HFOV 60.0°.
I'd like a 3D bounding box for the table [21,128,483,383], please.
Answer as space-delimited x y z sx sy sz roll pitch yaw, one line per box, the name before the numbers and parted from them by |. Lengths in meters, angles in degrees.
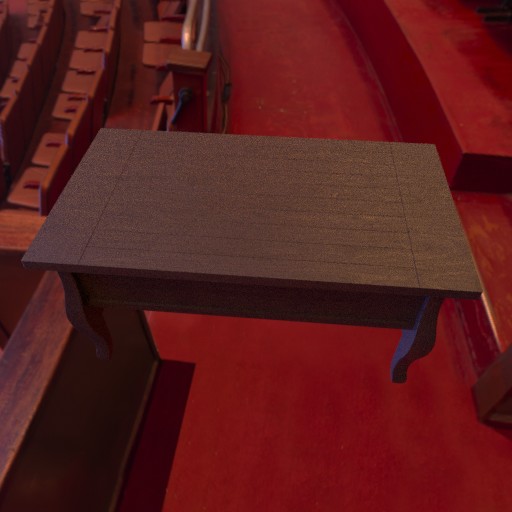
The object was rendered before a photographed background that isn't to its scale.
table | 0.000 0.000 1.391 1.062 0.494 0.600 4 47 3
